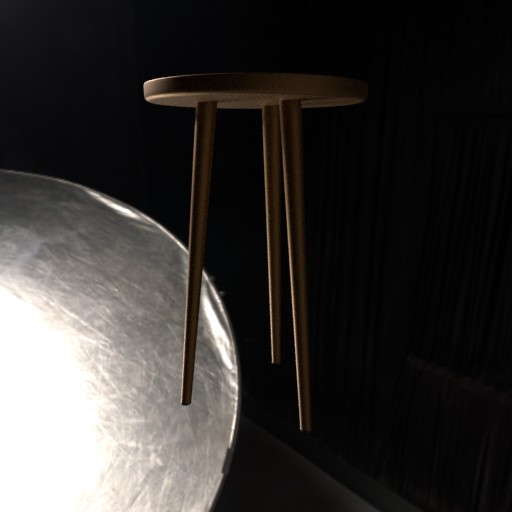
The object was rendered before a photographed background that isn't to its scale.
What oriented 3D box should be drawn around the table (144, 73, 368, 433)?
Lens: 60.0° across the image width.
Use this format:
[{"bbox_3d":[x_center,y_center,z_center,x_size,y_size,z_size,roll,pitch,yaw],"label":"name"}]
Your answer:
[{"bbox_3d":[0.000,0.000,0.671,0.299,0.480,0.299,-14,21,-41],"label":"table"}]
